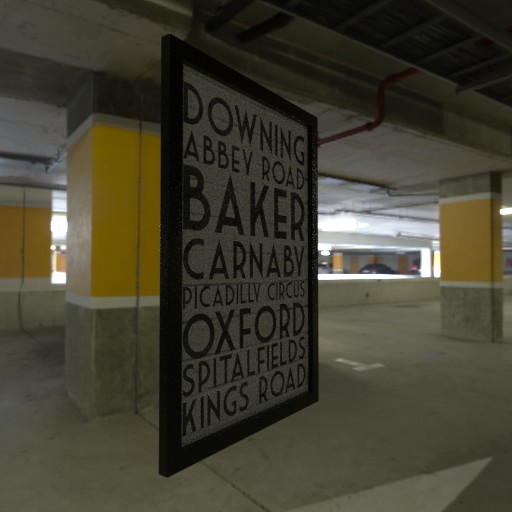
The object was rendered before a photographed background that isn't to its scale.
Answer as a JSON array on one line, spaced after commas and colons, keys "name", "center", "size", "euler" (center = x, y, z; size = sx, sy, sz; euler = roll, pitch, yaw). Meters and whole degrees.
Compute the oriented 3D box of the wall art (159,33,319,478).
[{"name": "wall art", "center": [0.000, 0.000, 0.556], "size": [0.013, 0.432, 0.304], "euler": [-1, -2, 36]}]
